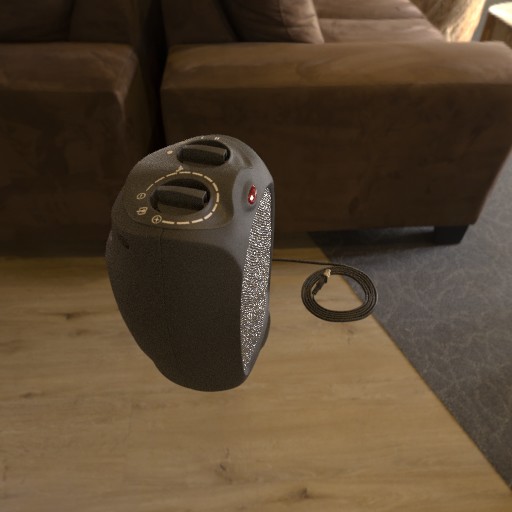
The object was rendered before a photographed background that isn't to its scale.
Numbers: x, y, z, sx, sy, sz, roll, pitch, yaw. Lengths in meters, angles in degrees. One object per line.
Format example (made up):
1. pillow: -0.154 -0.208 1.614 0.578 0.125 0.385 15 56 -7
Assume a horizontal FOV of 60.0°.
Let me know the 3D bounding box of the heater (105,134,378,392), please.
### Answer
1. heater: 0.000 0.000 0.464 0.291 0.240 0.239 9 47 9
